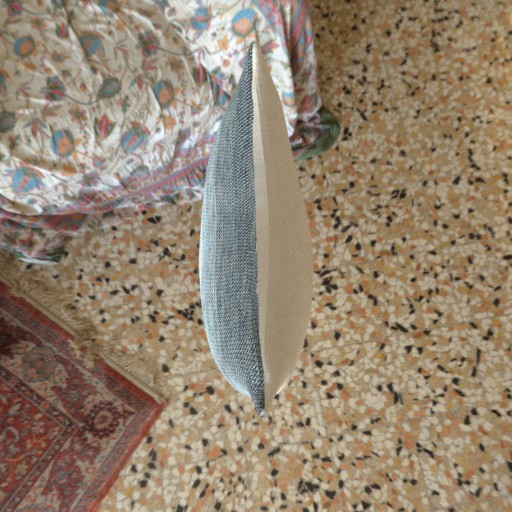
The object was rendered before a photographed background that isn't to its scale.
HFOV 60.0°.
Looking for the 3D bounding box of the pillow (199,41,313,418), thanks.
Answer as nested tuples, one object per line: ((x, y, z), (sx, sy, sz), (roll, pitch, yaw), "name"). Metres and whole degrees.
((0.000, 0.000, 0.685), (0.182, 0.441, 0.440), (-1, 75, 0), "pillow")
